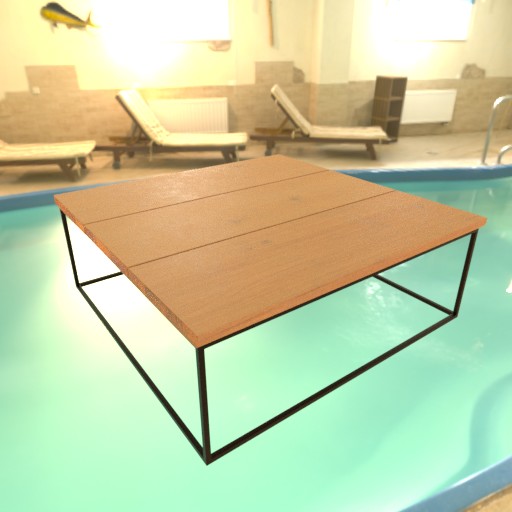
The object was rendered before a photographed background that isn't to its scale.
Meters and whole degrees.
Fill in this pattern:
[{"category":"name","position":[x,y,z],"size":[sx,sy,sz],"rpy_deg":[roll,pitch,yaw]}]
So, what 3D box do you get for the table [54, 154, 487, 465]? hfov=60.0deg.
[{"category":"table","position":[0.000,0.000,1.666],"size":[1.100,0.400,1.100],"rpy_deg":[-18,32,-32]}]
